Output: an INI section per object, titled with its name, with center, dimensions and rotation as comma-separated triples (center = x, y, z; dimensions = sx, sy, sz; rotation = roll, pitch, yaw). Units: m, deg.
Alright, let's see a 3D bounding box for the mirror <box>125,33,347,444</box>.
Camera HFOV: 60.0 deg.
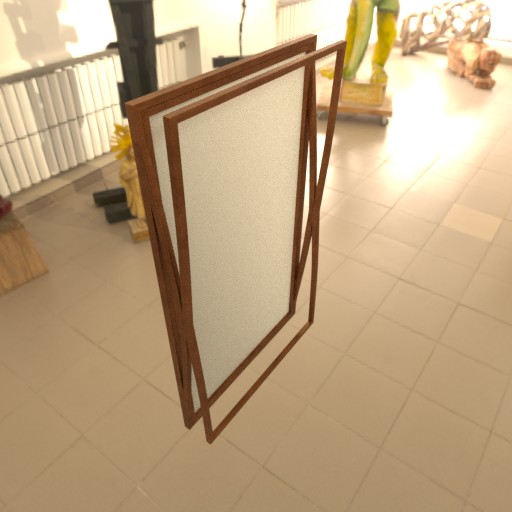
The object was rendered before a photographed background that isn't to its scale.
[mirror]
center = 0.000, 0.000, 0.937
dimensions = 0.082, 0.768, 0.468
rotation = 24, 45, 27
